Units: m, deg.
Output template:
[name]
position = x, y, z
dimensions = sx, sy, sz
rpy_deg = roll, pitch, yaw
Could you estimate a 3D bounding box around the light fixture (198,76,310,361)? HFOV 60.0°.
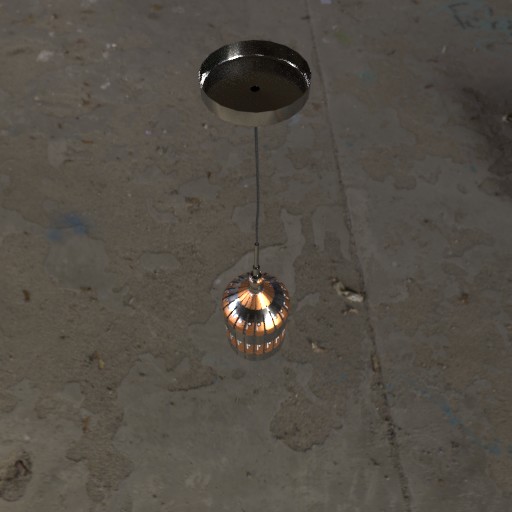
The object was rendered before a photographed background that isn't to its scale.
[light fixture]
position = 0.000, 0.000, 1.629
dimensions = 0.303, 1.535, 0.303
rpy_deg = 0, 59, 0
